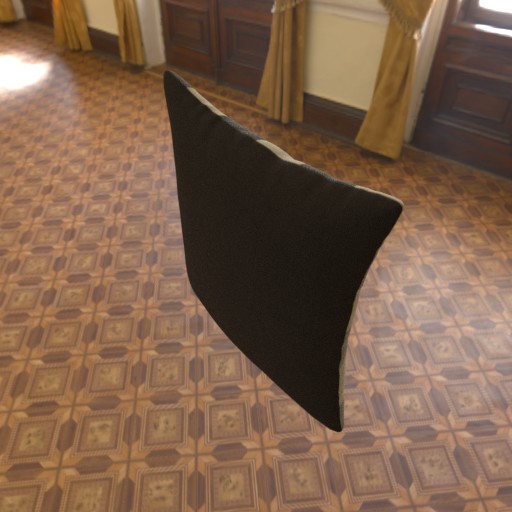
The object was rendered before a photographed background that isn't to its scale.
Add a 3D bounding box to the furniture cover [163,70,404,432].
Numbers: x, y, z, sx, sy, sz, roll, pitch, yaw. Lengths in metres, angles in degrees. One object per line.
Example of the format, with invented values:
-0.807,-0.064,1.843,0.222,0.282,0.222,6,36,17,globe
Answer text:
0.000,0.000,0.789,0.161,0.509,0.511,-27,49,-27,furniture cover
